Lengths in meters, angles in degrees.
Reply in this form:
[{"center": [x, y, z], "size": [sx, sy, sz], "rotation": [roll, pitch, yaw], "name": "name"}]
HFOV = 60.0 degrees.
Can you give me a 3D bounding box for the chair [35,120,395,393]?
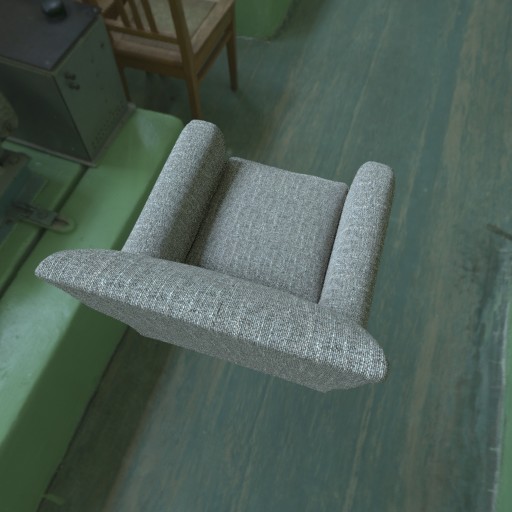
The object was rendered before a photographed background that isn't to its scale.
[{"center": [0.000, 0.000, 1.598], "size": [0.864, 0.928, 0.873], "rotation": [16, 63, 8], "name": "chair"}]
